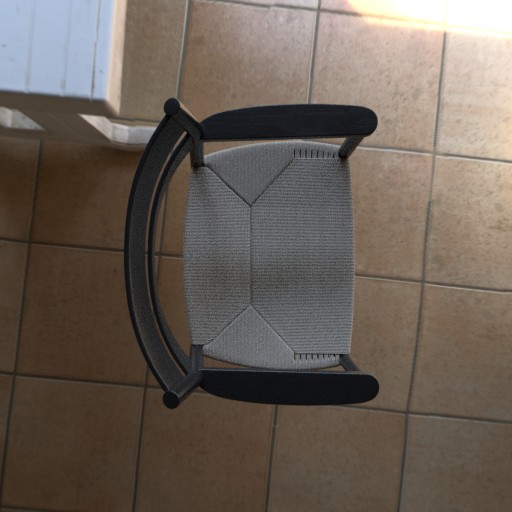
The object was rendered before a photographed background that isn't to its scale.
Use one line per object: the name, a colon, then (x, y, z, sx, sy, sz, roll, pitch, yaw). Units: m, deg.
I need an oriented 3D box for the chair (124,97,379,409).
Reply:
chair: (0.000, 0.000, 1.193, 0.508, 0.775, 0.630, 0, 89, -1)
